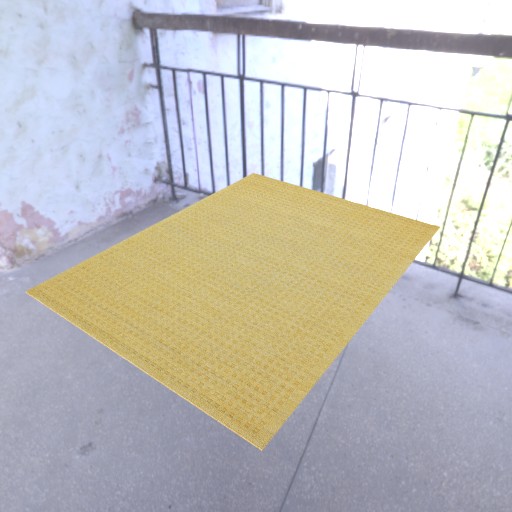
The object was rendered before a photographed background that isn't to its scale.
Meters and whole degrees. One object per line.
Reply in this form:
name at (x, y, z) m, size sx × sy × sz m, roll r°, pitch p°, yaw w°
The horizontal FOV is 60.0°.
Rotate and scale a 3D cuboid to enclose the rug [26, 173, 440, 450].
rug at (0.000, 0.000, 4.252) m, size 2.486 × 0.015 × 3.242 m, roll 22°, pitch 39°, yaw 30°
